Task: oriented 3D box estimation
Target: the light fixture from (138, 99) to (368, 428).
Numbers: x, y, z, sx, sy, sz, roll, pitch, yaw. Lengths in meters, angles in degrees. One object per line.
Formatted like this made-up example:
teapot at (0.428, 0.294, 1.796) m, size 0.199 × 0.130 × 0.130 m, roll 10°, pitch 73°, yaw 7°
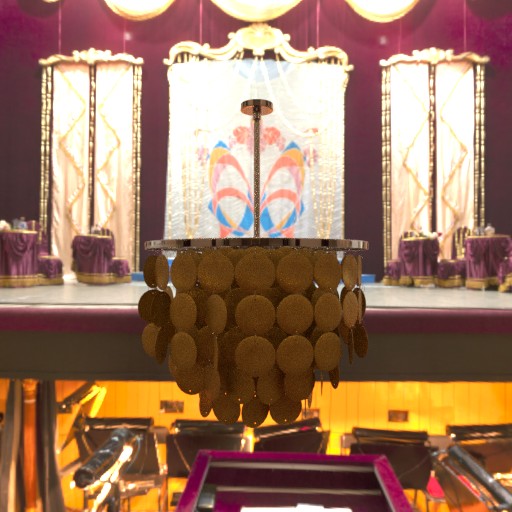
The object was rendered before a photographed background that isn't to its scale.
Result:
light fixture at (0.000, 0.000, 0.724) m, size 0.368 × 0.492 × 0.368 m, roll 0°, pitch -1°, yaw 0°
